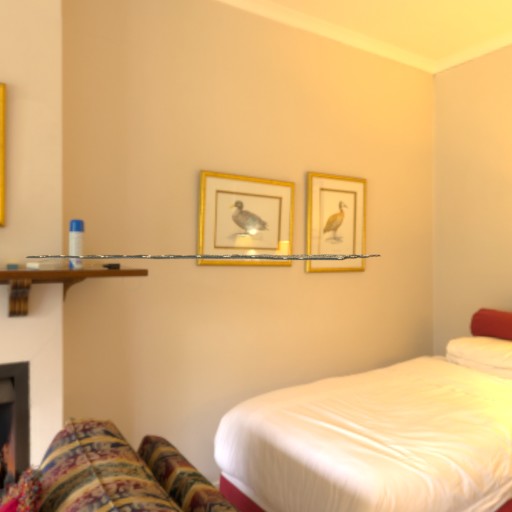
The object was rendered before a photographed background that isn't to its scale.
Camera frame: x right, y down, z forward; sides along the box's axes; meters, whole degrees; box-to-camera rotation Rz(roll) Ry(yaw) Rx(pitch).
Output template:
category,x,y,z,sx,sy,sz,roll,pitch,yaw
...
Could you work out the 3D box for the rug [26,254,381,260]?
category,x,y,z,sx,sy,sz,roll,pitch,yaw
rug,0.000,0.000,3.062,1.529,0.017,2.448,0,0,19
